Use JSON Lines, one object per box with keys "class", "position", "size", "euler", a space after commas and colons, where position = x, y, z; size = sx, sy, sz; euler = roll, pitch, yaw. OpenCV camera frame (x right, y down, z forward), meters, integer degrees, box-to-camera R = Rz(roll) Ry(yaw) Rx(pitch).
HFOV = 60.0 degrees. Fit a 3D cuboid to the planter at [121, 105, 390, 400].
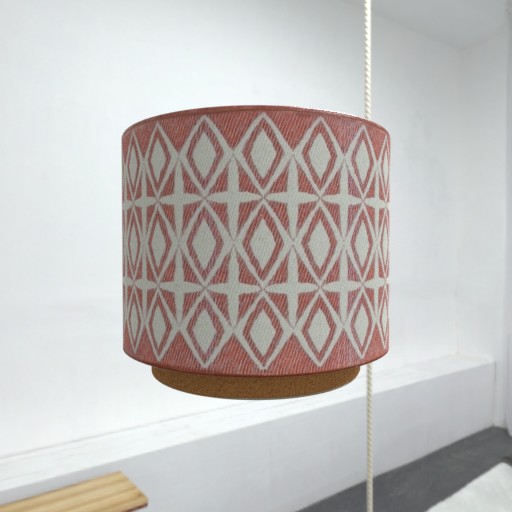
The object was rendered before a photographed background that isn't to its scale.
{"class": "planter", "position": [0.000, 0.000, 0.473], "size": [0.273, 0.237, 0.273], "euler": [0, 1, 0]}
